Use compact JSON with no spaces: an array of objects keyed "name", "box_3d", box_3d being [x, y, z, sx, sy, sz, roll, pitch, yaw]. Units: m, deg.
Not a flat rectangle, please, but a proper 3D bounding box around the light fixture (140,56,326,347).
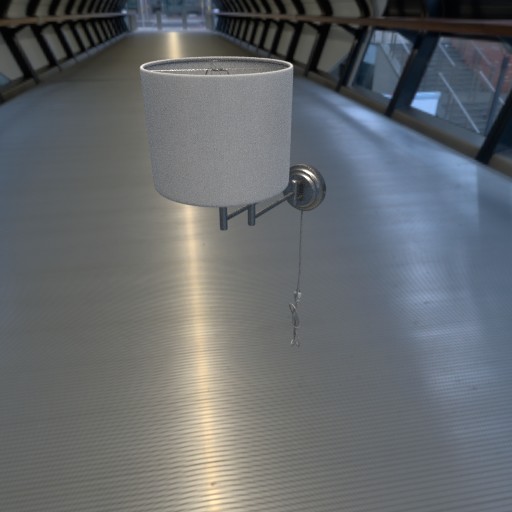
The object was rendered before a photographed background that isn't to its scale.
[{"name":"light fixture","box_3d":[0.000,0.000,1.029,0.253,0.842,0.479,19,35,30]}]
